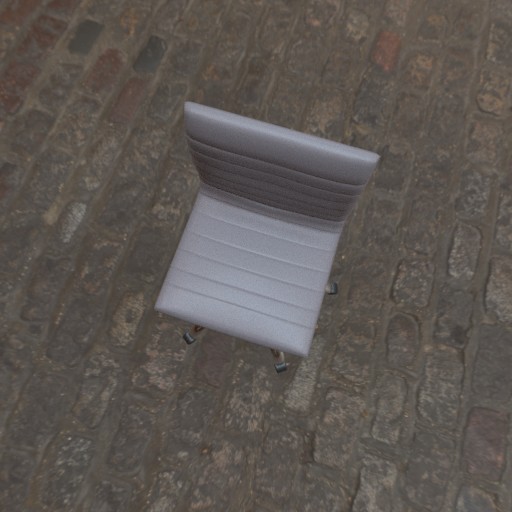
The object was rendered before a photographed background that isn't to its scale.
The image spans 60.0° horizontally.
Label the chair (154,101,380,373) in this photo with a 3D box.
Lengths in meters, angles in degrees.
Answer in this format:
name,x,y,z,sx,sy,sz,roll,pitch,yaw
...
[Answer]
name,x,y,z,sx,sy,sz,roll,pitch,yaw
chair,0.000,0.000,1.172,0.556,0.780,0.530,17,76,4
